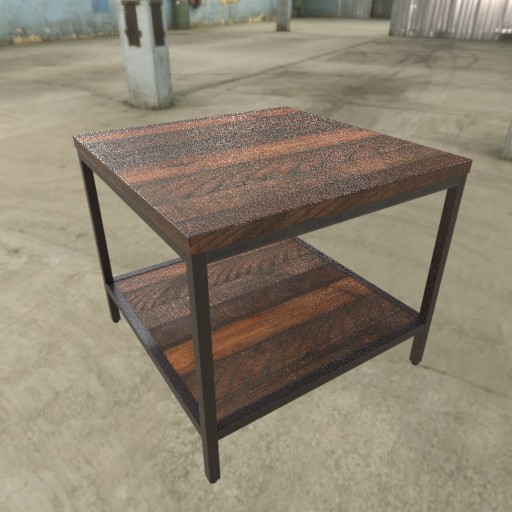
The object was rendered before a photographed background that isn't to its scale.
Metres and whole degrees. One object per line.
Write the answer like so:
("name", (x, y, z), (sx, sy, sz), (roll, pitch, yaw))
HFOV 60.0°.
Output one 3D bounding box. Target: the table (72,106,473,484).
("table", (0.000, 0.000, 0.966), (0.548, 0.482, 0.553), (-18, 34, -28))
